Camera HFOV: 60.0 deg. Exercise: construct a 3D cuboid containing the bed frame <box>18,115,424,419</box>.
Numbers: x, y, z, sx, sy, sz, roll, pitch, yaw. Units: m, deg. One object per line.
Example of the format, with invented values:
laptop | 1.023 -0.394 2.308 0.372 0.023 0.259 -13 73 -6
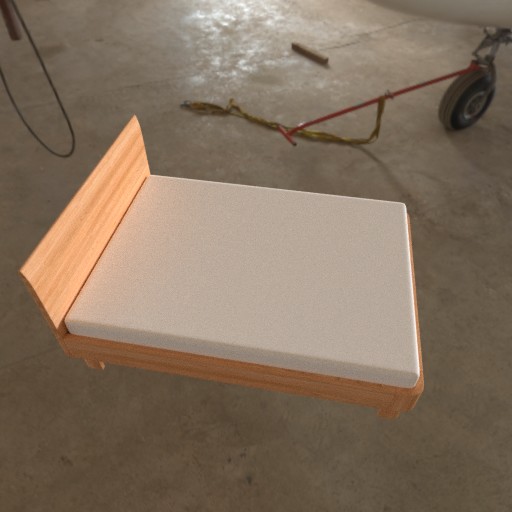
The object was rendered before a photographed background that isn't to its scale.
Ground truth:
bed frame | 0.000 0.000 2.778 1.992 0.940 1.472 7 47 7
